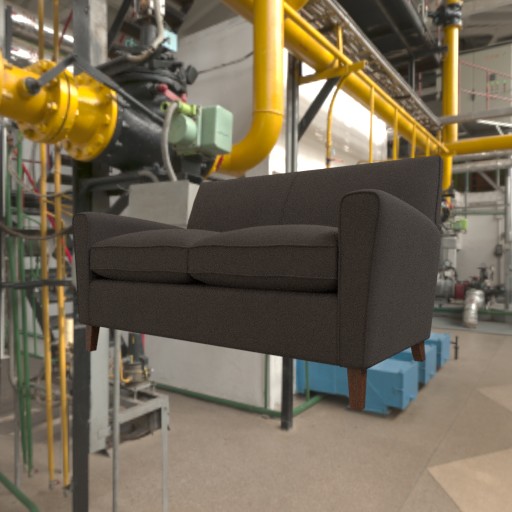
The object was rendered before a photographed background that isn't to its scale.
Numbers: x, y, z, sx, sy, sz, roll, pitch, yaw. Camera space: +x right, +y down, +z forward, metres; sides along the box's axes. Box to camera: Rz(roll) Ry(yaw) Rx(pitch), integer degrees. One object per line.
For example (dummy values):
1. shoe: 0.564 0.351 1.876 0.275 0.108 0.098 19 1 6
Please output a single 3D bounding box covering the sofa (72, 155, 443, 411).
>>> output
1. sofa: 0.000 0.000 1.927 1.420 0.846 0.871 1 1 35
